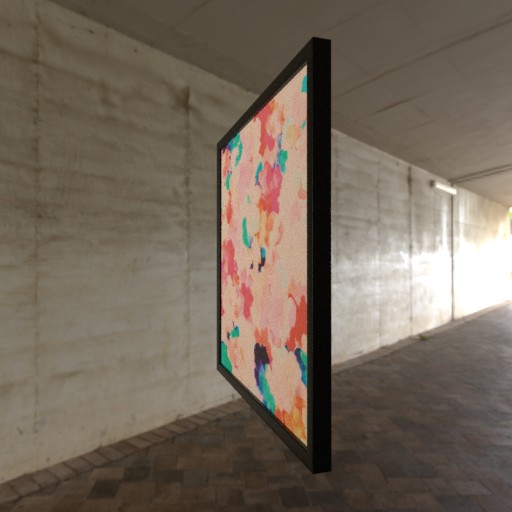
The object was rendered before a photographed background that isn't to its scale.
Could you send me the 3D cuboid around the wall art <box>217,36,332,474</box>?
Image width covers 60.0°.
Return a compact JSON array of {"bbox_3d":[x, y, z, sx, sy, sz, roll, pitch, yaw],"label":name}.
[{"bbox_3d":[0.000,0.000,1.130,0.036,0.755,0.756,0,0,-18],"label":"wall art"}]
